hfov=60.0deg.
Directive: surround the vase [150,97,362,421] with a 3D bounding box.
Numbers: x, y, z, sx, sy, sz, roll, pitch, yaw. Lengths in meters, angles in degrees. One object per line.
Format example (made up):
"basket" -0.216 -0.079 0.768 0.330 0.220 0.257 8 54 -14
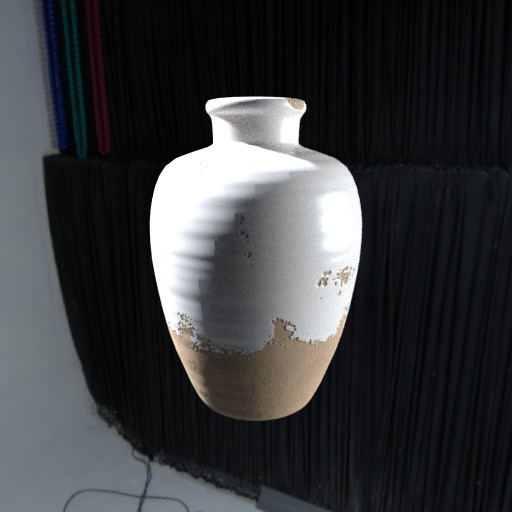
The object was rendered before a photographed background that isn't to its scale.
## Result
"vase" 0.000 0.000 0.345 0.158 0.228 0.158 0 15 0
